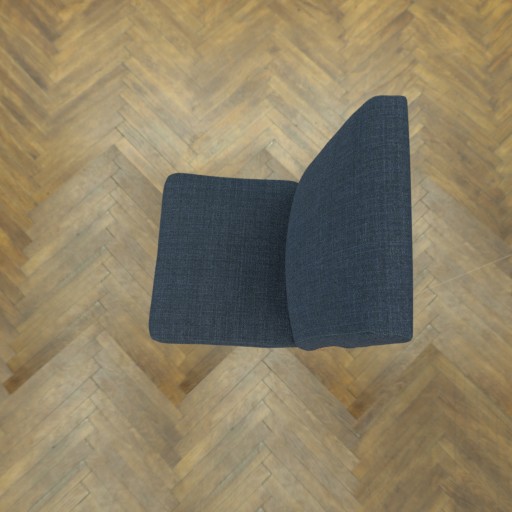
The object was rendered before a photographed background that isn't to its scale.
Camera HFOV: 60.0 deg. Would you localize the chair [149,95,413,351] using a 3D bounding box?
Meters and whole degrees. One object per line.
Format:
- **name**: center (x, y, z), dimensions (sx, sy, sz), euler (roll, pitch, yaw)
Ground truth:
- **chair**: center (0.000, 0.000, 1.246), dimensions (0.586, 0.911, 0.507), euler (3, 77, 1)
